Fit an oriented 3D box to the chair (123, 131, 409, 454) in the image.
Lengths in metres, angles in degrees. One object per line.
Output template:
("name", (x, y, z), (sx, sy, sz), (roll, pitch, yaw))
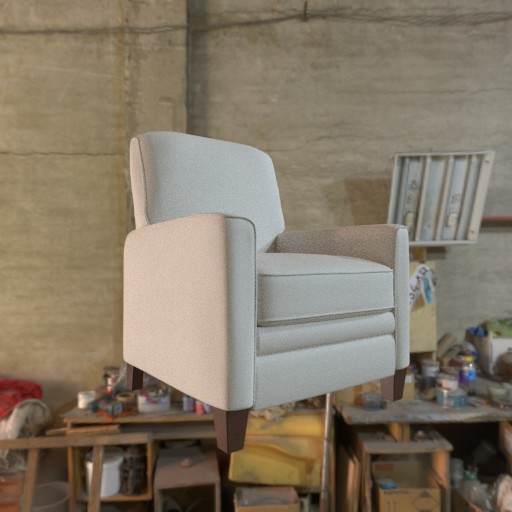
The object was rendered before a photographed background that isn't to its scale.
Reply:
("chair", (0.000, 0.000, 1.672), (0.841, 1.028, 0.858), (0, 0, -37))
